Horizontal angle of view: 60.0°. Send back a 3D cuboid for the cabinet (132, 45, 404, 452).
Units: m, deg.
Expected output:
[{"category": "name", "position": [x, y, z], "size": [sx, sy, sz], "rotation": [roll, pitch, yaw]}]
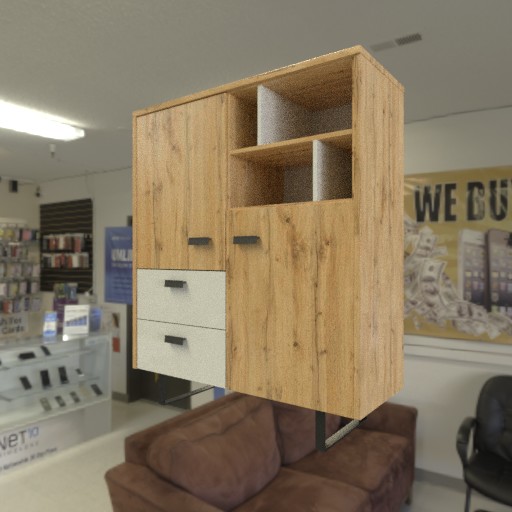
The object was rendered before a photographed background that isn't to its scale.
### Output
[{"category": "cabinet", "position": [0.000, 0.000, 1.984], "size": [1.168, 1.397, 0.473], "rotation": [0, 0, 36]}]
